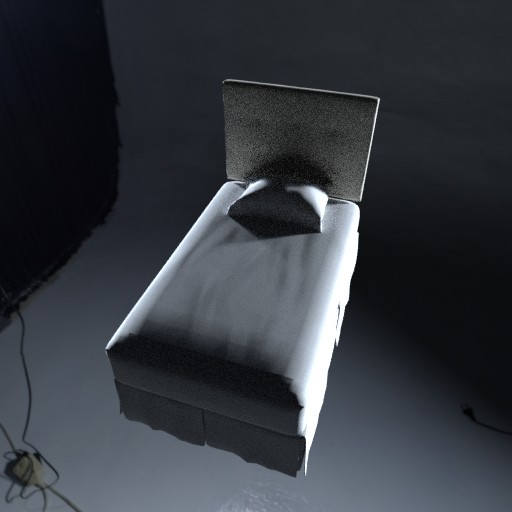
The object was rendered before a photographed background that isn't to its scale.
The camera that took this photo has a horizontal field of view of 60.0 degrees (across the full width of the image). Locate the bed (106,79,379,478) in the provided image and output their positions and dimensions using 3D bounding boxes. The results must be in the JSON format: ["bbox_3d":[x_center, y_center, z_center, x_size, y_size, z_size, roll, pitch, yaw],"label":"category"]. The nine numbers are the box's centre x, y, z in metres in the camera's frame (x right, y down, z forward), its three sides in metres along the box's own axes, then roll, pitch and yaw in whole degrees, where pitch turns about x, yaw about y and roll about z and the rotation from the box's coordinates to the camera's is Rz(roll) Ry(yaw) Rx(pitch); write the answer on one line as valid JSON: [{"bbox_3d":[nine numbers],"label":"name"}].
[{"bbox_3d":[0.000,0.000,2.963,1.261,1.571,1.997,12,42,14],"label":"bed"}]
